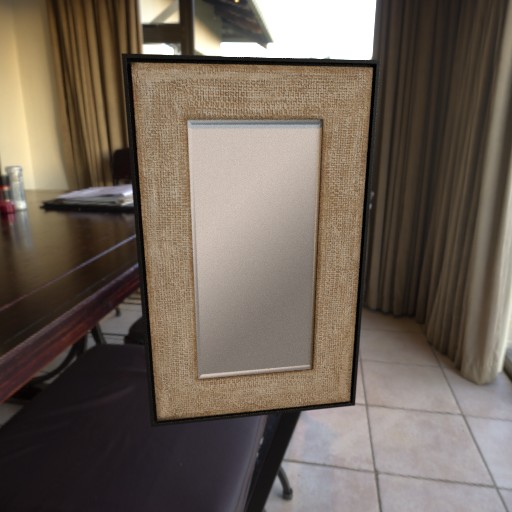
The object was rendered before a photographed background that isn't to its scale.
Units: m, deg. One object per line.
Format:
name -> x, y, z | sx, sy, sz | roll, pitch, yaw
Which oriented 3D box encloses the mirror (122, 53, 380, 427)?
mirror -> 0.000, 0.000, 1.479 | 0.762, 1.219, 0.038 | -3, 17, -9
